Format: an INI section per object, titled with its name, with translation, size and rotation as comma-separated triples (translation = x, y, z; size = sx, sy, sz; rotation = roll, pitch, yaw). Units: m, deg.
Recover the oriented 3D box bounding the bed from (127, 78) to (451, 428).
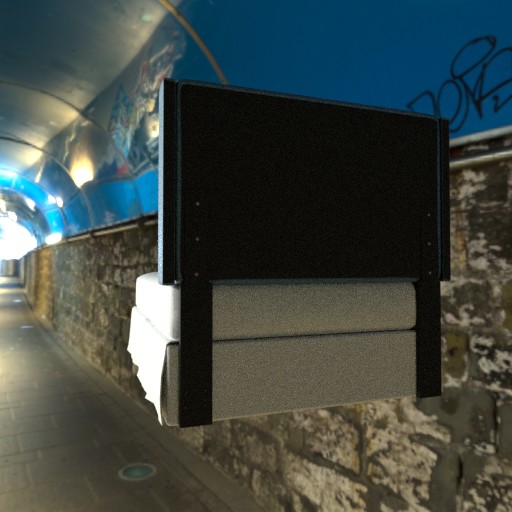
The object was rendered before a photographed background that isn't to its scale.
[bed]
translation = 0.000, 0.000, 3.315
size = 1.719, 1.665, 2.078
rotation = 0, -1, -20
